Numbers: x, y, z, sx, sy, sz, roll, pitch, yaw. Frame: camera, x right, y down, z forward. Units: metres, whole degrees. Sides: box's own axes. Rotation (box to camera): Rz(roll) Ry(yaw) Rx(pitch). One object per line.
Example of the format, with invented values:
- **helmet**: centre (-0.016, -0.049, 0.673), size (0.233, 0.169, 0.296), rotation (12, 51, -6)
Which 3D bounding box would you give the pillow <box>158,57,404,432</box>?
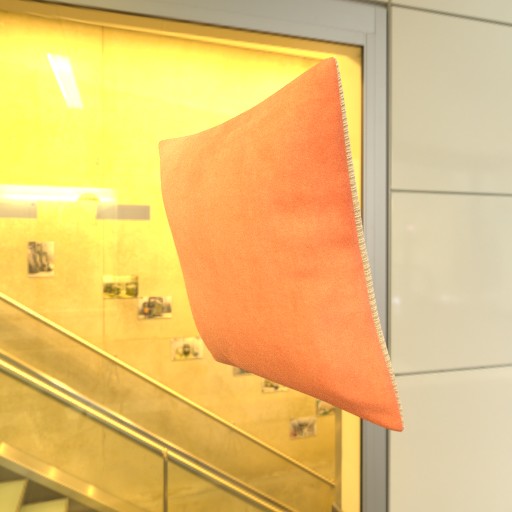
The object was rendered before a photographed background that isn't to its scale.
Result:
- **pillow**: centre (0.000, 0.000, 0.642), size (0.177, 0.401, 0.424), rotation (-1, 1, -36)
